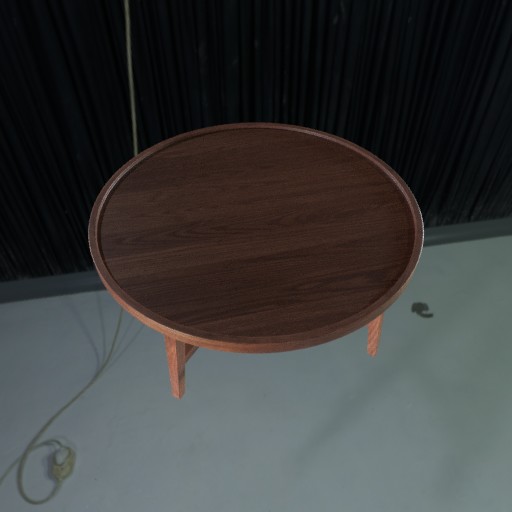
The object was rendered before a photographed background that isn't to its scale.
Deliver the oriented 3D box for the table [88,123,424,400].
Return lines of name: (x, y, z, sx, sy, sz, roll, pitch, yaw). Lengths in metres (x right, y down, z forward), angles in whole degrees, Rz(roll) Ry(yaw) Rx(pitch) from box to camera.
table: (0.000, 0.000, 1.222, 0.800, 0.360, 0.800, 0, 46, 0)
